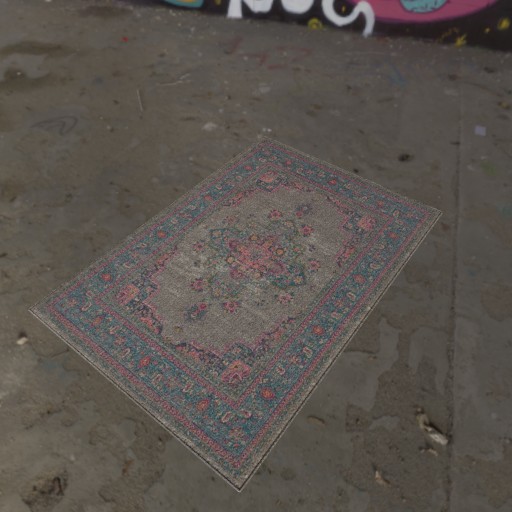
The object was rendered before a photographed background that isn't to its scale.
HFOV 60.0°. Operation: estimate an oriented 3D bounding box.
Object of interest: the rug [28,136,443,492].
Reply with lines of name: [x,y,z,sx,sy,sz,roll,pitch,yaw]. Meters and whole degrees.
rug: [0.000,0.000,3.609,2.005,0.013,2.890,30,54,24]
